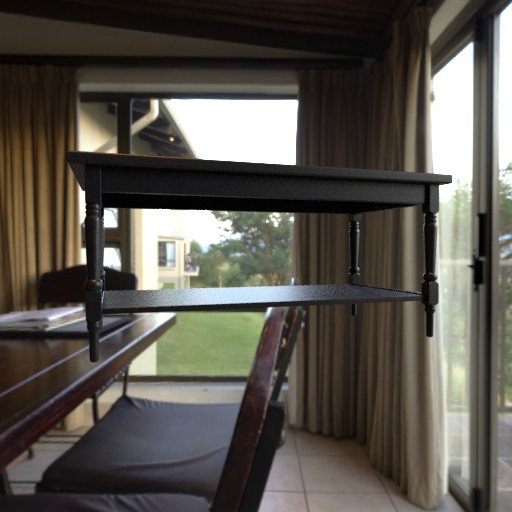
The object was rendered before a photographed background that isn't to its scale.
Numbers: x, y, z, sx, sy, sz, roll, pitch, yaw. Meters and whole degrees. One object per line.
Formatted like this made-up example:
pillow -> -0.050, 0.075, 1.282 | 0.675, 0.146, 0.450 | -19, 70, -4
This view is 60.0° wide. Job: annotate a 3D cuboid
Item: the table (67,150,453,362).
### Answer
table -> 0.000, 0.000, 1.470 | 1.107, 0.510, 0.550 | 0, 1, -18
